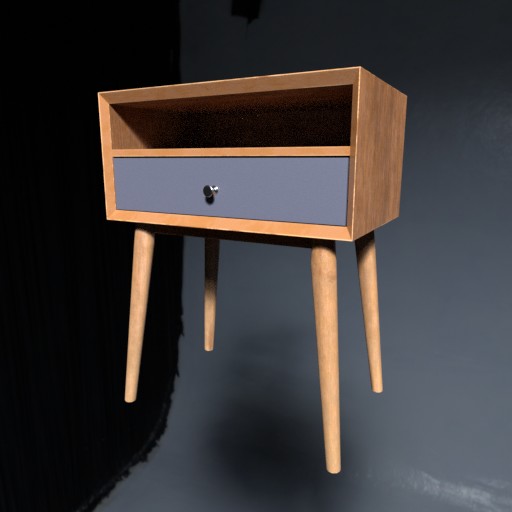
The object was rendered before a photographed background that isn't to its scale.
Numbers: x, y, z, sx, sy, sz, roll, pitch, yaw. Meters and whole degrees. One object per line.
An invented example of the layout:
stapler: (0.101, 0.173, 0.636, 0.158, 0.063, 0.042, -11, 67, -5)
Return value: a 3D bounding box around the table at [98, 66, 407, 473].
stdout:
table: (0.000, 0.000, 0.838, 0.454, 0.580, 0.307, 7, 14, 28)
